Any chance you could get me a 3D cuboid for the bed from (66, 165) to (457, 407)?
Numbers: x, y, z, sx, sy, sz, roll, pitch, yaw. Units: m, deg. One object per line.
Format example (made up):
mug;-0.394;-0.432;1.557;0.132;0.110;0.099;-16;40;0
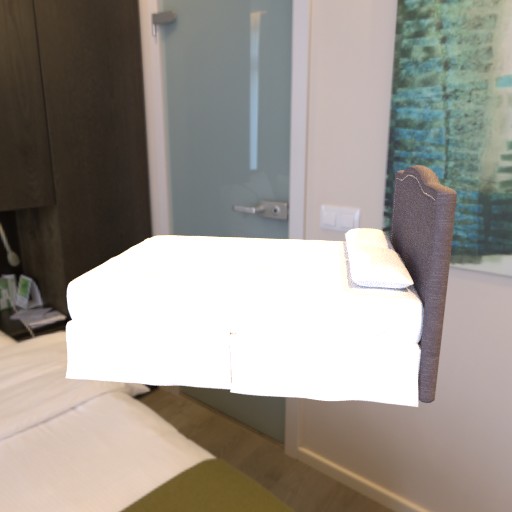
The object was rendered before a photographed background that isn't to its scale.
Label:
bed;0.000;0.000;3.560;2.507;1.441;1.741;2;15;9
